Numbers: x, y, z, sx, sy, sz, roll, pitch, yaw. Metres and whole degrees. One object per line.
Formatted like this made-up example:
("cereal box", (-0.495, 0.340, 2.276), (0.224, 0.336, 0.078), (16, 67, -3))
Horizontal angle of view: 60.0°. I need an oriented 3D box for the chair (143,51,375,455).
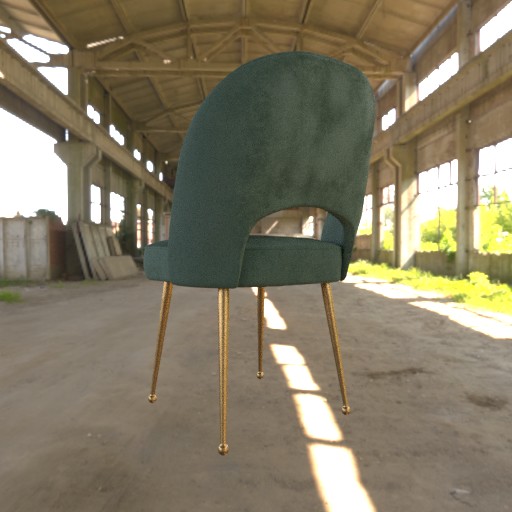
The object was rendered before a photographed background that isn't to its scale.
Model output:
("chair", (0.000, 0.000, 1.190), (0.527, 0.860, 0.577), (-1, 2, -36))
